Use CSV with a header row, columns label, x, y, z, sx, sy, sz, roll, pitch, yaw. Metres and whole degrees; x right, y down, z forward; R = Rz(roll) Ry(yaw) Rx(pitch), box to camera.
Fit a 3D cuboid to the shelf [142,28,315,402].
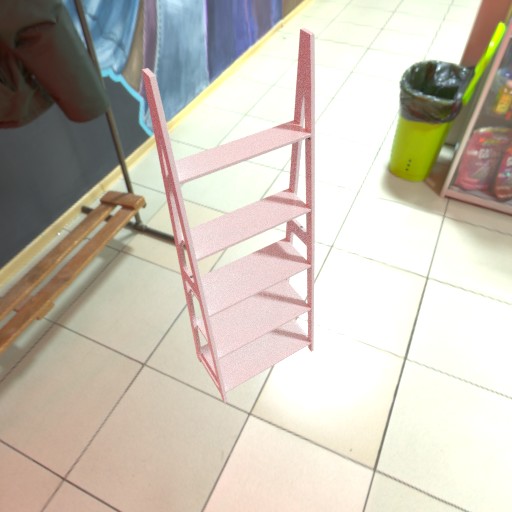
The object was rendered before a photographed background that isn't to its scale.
label,x,y,z,sx,sy,sz,roll,pitch,yaw
shelf,0.000,0.000,2.059,0.636,1.779,0.341,-25,52,-21
